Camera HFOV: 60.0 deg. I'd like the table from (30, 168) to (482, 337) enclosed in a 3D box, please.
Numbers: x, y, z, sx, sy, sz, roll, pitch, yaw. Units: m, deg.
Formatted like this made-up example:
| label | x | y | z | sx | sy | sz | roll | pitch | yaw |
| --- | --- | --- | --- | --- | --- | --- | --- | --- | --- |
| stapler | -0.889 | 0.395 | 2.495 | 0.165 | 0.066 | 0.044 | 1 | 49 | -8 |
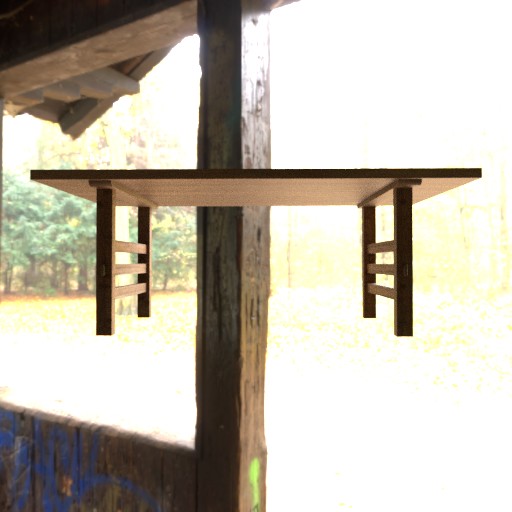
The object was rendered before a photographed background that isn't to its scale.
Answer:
| label | x | y | z | sx | sy | sz | roll | pitch | yaw |
| --- | --- | --- | --- | --- | --- | --- | --- | --- | --- |
| table | 0.000 | 0.000 | 2.431 | 2.003 | 0.760 | 0.952 | 0 | -1 | 1 |
